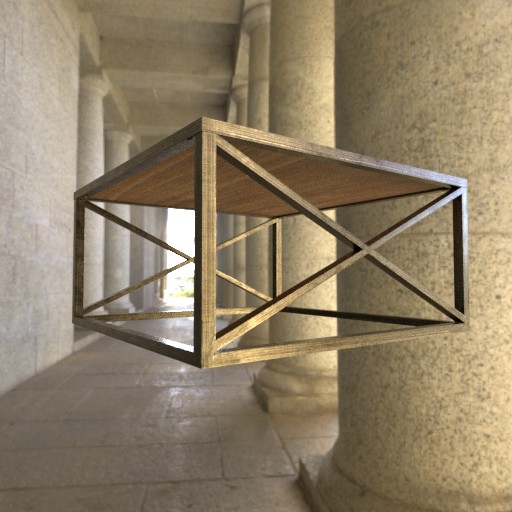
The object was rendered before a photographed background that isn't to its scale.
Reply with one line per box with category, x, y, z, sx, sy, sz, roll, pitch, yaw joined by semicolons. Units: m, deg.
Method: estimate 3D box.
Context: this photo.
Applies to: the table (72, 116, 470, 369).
table;0.000;0.000;1.419;0.899;0.451;0.909;2;-3;-36
